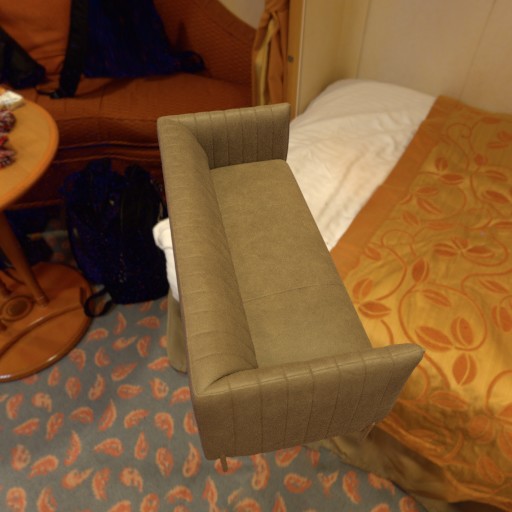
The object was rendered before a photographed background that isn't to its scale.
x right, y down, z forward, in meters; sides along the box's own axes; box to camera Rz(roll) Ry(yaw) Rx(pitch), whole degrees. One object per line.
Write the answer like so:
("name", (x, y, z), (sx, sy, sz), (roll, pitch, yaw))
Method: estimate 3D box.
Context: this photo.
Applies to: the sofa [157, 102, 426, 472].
("sofa", (0.000, 0.000, 2.462), (0.876, 0.779, 1.980), (-9, 48, -8))
